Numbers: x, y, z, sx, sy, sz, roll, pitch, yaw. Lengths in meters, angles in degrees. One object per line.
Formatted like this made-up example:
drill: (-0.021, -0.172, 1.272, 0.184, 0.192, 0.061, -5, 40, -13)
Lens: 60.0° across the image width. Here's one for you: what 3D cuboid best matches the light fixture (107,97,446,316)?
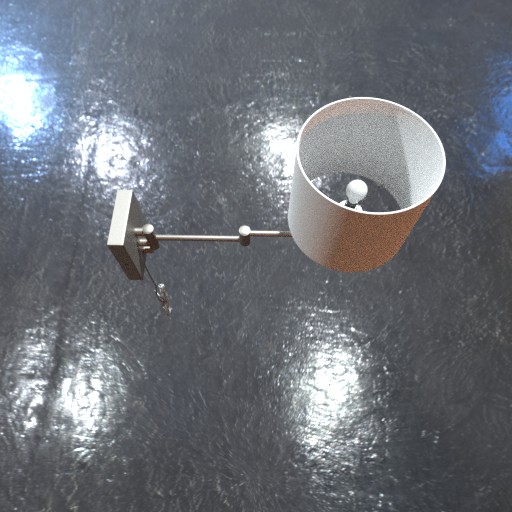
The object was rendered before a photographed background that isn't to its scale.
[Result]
light fixture: (0.000, 0.000, 0.900, 0.516, 0.651, 0.203, 1, 63, 0)
